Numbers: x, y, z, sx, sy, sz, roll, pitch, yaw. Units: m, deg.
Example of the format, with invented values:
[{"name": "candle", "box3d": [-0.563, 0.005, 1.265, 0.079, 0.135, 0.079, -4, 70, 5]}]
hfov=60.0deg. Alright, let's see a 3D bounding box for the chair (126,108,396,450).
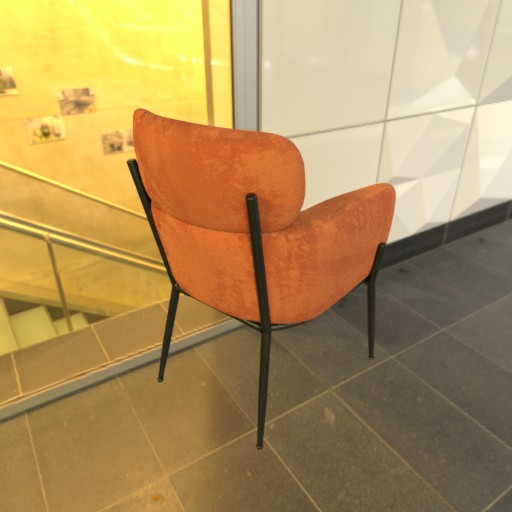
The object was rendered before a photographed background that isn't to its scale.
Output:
[{"name": "chair", "box3d": [0.000, 0.000, 1.159, 0.561, 0.772, 0.523, 21, 36, 32]}]
